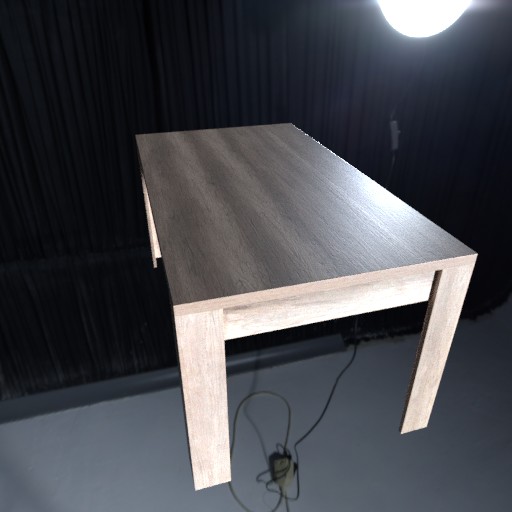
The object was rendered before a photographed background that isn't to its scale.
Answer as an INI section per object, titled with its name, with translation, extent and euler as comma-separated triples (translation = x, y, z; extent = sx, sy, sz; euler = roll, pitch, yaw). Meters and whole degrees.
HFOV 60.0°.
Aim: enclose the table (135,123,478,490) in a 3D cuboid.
[table]
translation = 0.000, 0.000, 2.063
extent = 0.900, 0.775, 1.600
euler = -9, 32, -14
